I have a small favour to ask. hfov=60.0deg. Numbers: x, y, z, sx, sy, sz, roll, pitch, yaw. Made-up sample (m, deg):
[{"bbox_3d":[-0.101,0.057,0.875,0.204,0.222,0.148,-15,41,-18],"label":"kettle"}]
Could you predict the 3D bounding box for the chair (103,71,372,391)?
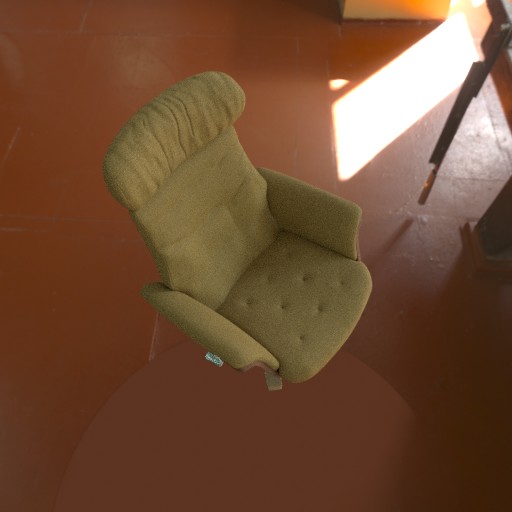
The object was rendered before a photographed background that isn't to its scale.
[{"bbox_3d":[0.000,0.000,1.602,0.837,0.995,0.785,33,65,18],"label":"chair"}]
